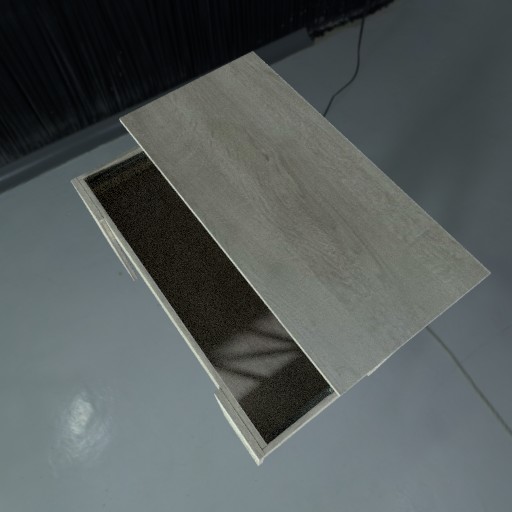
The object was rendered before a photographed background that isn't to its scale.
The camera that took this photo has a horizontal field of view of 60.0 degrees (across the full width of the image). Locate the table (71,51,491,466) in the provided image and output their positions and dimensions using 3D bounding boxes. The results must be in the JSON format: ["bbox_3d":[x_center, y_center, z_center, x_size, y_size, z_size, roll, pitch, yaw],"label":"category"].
[{"bbox_3d":[0.000,0.000,1.438,0.711,0.570,1.000,-33,68,-16],"label":"table"}]
